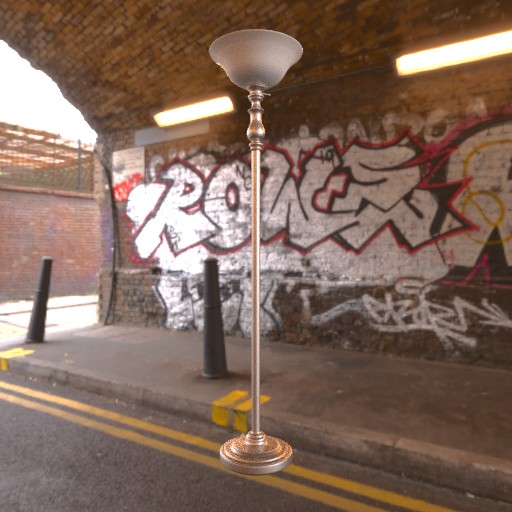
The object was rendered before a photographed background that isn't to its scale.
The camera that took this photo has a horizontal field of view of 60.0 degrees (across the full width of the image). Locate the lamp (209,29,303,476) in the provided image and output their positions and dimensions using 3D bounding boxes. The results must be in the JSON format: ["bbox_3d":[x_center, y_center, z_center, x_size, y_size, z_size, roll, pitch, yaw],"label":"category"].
[{"bbox_3d":[0.000,0.000,1.929,0.405,1.771,0.405,0,0,-19],"label":"lamp"}]
